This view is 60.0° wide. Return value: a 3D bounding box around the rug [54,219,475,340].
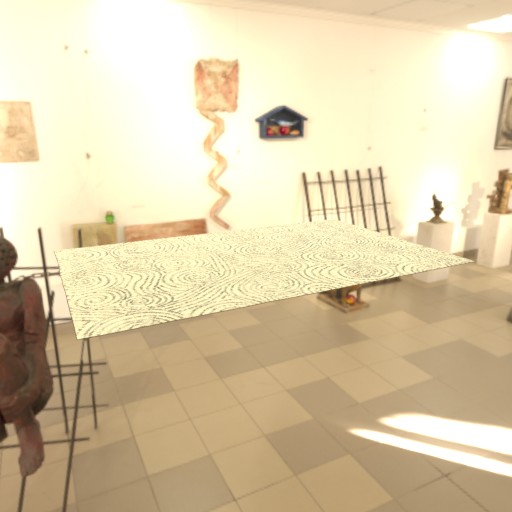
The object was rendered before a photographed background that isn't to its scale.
[{"bbox_3d":[0.000,0.000,3.015,2.439,0.005,1.524,-8,18,-26],"label":"rug"}]
